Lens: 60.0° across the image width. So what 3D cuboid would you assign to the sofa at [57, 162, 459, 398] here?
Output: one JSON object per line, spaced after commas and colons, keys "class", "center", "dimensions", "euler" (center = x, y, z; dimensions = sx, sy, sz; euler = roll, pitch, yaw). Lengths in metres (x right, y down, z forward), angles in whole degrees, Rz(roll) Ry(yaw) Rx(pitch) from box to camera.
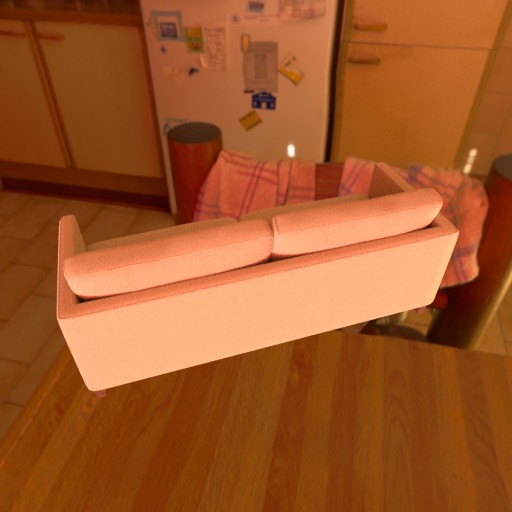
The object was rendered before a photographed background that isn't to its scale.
{"class": "sofa", "center": [0.000, 0.000, 2.947], "dimensions": [2.361, 0.968, 0.951], "euler": [-12, 42, -13]}
